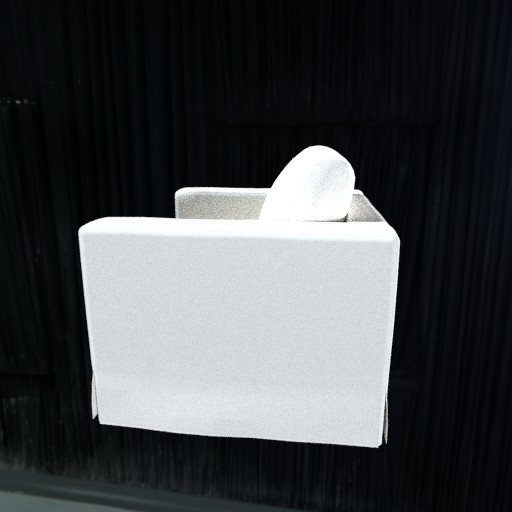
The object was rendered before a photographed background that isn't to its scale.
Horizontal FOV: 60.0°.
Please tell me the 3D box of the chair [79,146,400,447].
[{"bbox_3d":[0.000,0.000,1.827,0.957,0.878,1.150,2,15,7],"label":"chair"}]
